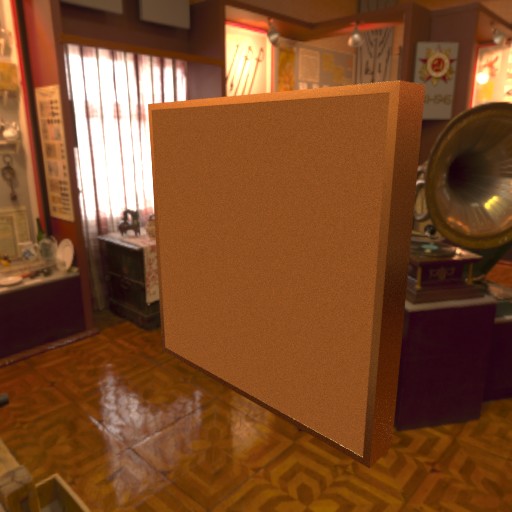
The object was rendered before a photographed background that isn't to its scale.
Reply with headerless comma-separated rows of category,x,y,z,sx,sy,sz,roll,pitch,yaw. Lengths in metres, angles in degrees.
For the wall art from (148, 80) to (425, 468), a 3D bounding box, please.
wall art,0.000,0.000,0.448,0.304,0.304,0.038,14,21,43
